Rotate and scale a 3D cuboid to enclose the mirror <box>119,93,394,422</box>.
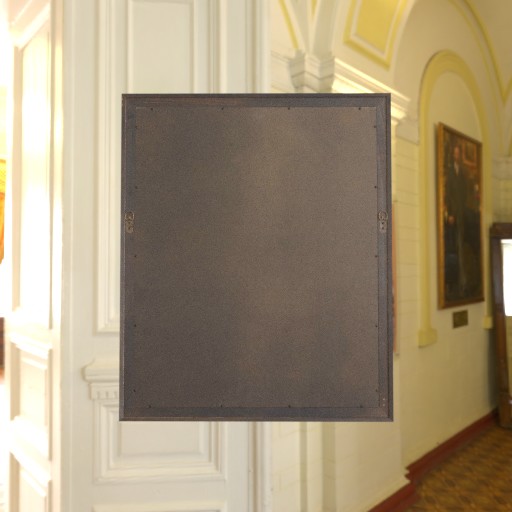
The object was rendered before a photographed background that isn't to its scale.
[{"bbox_3d":[0.000,0.000,1.206,0.730,0.882,0.032,0,-2,0],"label":"mirror"}]
